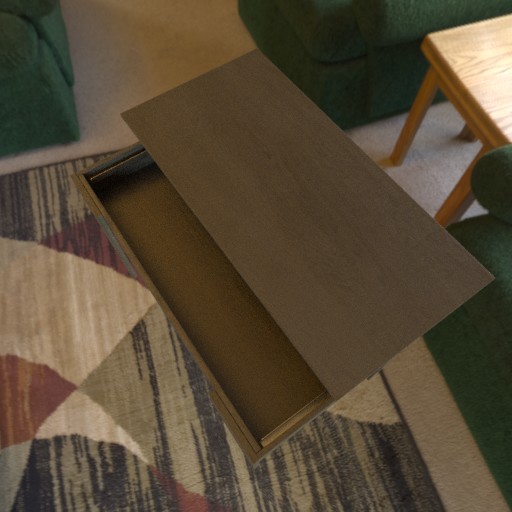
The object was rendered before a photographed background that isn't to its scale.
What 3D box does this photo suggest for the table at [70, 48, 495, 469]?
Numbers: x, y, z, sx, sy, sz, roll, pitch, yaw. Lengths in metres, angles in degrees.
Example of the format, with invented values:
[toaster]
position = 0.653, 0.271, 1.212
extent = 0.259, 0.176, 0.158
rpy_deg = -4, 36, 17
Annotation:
[table]
position = 0.000, 0.000, 1.416
extent = 0.711, 0.570, 1.000
rpy_deg = -32, 67, -15
